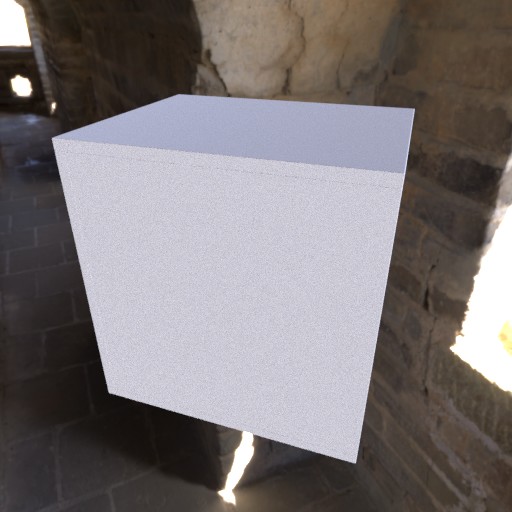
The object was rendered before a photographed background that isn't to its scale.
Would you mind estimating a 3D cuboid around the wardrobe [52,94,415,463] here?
[{"bbox_3d":[0.000,0.000,0.874,0.500,0.520,0.400,9,31,16],"label":"wardrobe"}]
